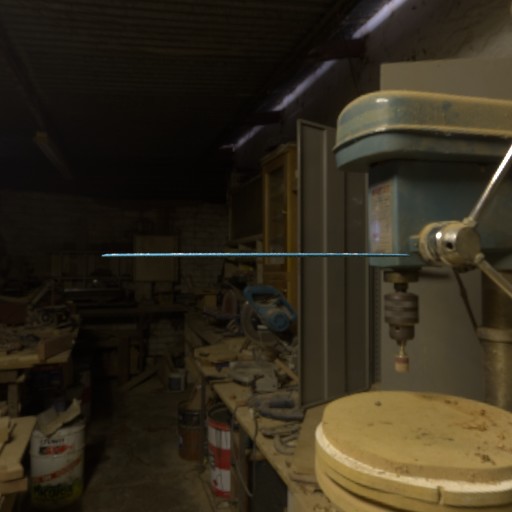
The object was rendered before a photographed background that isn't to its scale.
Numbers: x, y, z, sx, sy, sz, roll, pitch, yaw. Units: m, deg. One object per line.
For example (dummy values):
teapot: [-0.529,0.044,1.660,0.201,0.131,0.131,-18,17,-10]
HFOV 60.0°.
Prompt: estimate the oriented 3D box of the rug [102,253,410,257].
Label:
rug: [0.000,0.000,2.424,1.593,0.012,1.593,0,0,0]
